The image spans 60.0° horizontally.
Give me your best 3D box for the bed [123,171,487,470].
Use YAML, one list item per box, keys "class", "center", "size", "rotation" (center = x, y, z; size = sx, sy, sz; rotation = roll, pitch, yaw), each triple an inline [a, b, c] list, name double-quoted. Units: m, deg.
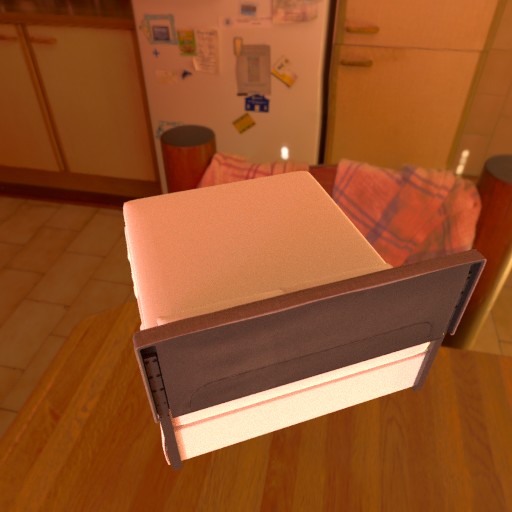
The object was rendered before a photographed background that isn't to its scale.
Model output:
- class: "bed"
  center: [0.000, 0.000, 2.829]
  size: [1.610, 1.089, 1.894]
  rotation: [-12, 42, -14]
